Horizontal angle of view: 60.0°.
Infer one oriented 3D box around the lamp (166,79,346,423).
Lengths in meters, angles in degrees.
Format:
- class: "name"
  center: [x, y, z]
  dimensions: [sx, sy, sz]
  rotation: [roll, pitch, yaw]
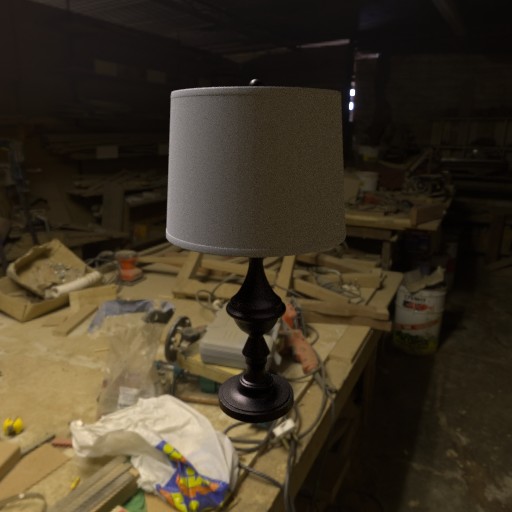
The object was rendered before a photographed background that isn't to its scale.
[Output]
- class: "lamp"
  center: [0.000, 0.000, 0.976]
  dimensions: [0.383, 0.726, 0.383]
  rotation: [0, 16, 0]
